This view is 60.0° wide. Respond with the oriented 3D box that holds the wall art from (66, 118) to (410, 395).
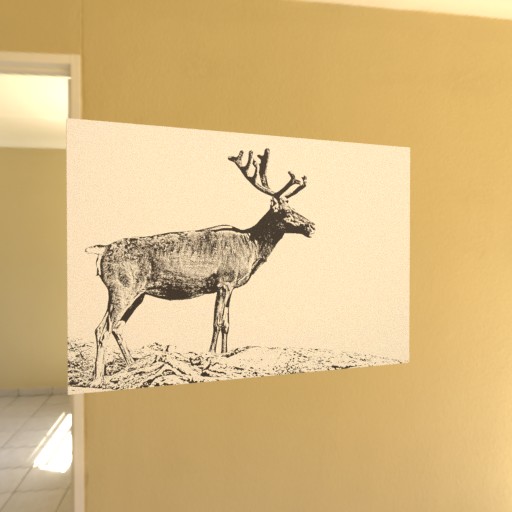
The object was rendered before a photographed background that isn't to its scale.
[{"bbox_3d":[0.000,0.000,0.777,0.608,0.414,0.042,0,1,-18],"label":"wall art"}]
